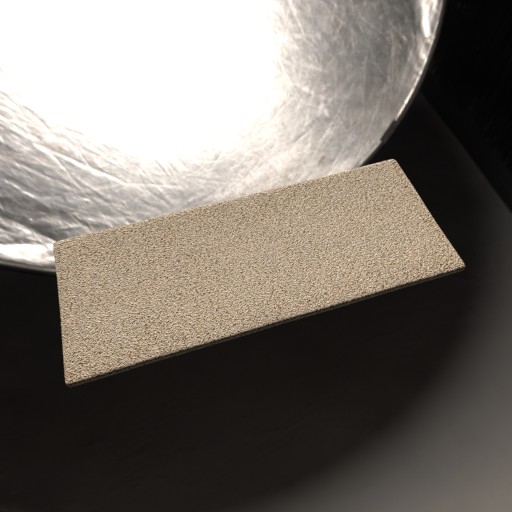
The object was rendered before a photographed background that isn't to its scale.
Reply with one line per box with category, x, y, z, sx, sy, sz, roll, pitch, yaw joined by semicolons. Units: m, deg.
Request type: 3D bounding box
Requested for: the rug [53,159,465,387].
rug;0.000;0.000;1.757;1.524;0.030;0.609;-15;59;-9
